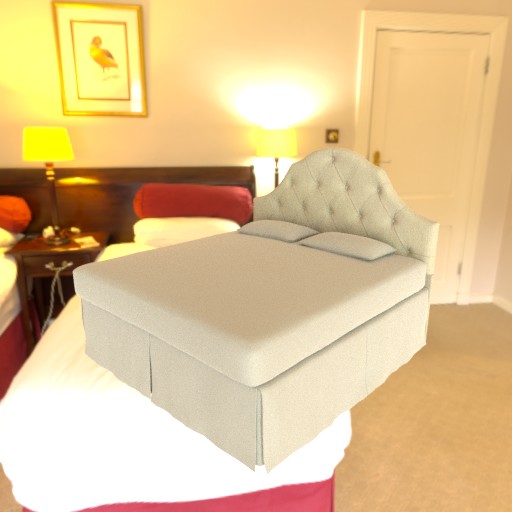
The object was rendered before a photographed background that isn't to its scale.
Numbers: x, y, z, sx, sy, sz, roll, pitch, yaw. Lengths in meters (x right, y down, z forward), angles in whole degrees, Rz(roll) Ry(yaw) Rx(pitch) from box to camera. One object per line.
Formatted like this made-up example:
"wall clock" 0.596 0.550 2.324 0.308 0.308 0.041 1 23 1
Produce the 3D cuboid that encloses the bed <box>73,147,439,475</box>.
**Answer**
"bed" 0.000 0.000 3.387 2.012 1.555 2.086 15 22 41
